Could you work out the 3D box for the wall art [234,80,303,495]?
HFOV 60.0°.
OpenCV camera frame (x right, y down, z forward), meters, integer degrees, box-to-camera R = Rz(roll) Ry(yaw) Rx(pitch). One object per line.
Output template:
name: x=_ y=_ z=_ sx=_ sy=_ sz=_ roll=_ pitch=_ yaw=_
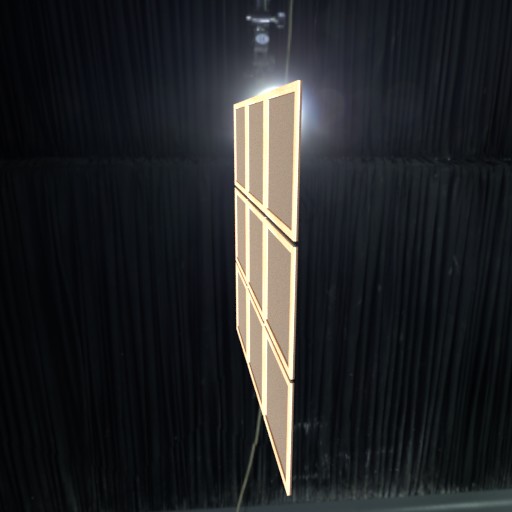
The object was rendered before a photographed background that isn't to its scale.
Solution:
wall art: x=0.000 y=0.000 z=1.796 sx=0.013 sy=1.218 sz=1.216 roll=-3 pitch=16 yaw=-9
